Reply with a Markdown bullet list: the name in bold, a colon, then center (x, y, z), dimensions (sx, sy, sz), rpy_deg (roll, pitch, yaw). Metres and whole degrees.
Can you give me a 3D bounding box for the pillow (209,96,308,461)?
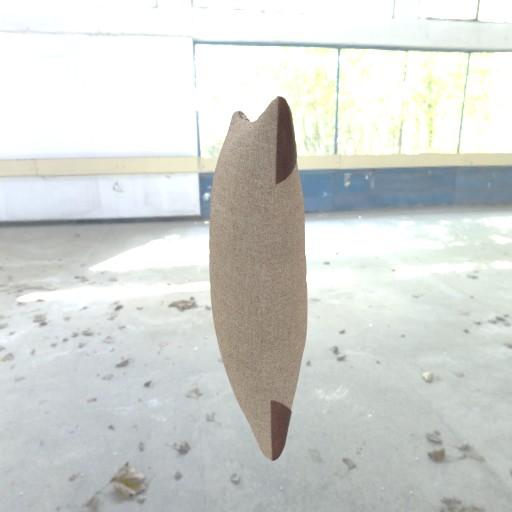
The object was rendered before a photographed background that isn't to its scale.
- **pillow**: center (0.000, 0.000, 0.696), dimensions (0.147, 0.448, 0.437), rpy_deg (-2, 16, -8)
